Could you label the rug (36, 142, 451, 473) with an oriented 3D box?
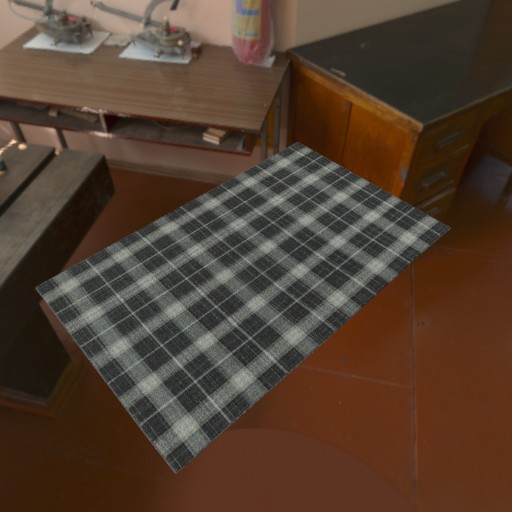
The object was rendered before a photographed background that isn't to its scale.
[{"bbox_3d":[0.000,0.000,3.000,2.434,0.015,1.520,-34,56,-28],"label":"rug"}]
